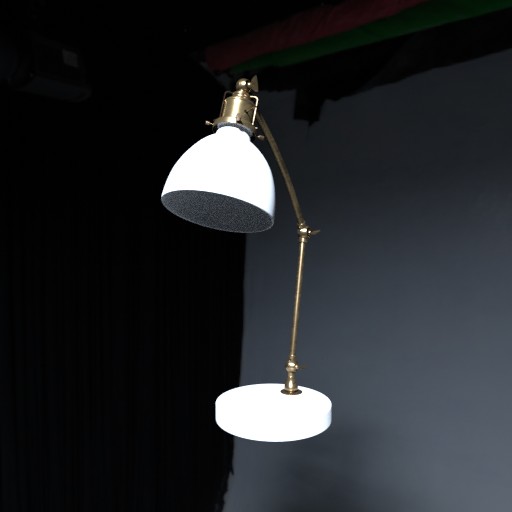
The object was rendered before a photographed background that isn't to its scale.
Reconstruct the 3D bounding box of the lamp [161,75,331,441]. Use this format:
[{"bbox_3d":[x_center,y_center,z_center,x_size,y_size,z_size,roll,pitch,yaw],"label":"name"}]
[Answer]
[{"bbox_3d":[0.000,0.000,0.675,0.186,0.522,0.317,1,1,36],"label":"lamp"}]
